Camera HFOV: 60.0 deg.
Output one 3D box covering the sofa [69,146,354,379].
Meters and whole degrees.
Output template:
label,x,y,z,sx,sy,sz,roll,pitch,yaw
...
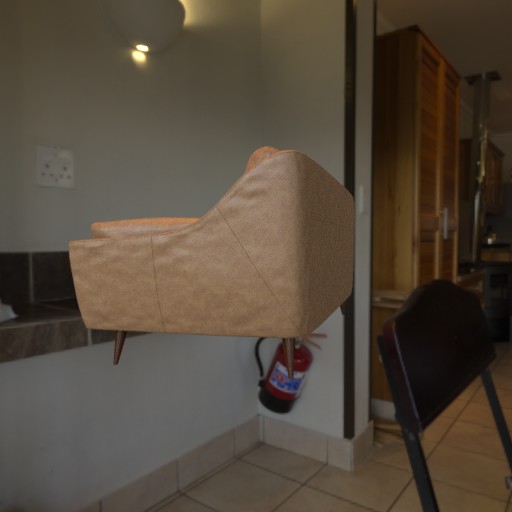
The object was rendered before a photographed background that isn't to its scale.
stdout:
label,x,y,z,sx,sy,sz,roll,pitch,yaw
sofa,0.000,0.000,2.418,0.904,0.839,1.902,1,2,18
